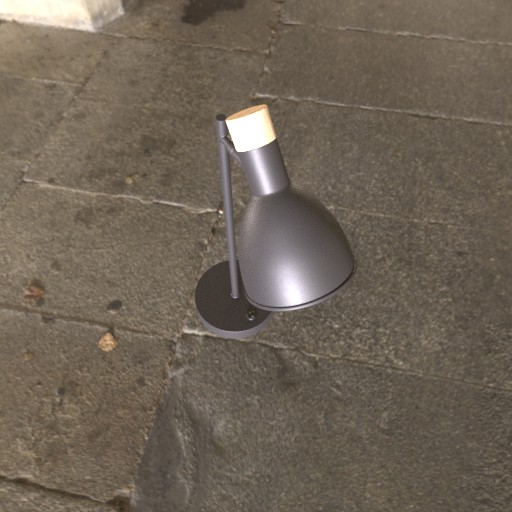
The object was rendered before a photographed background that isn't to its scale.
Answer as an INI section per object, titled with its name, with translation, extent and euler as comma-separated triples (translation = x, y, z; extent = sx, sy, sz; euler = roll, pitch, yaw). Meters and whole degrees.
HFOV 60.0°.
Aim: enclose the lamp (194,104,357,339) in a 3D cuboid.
[lamp]
translation = 0.000, 0.000, 0.603
extent = 0.152, 0.483, 0.287
euler = -29, 62, -18
